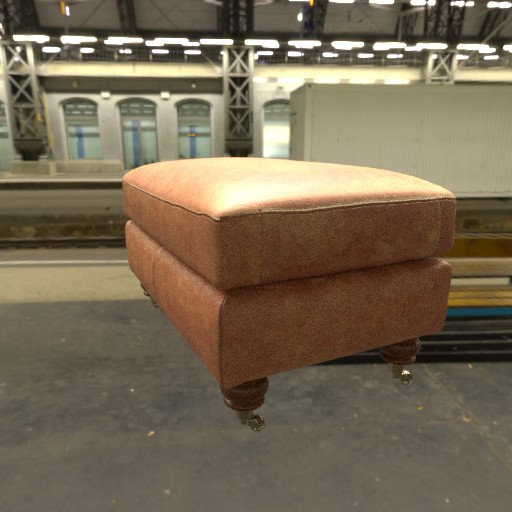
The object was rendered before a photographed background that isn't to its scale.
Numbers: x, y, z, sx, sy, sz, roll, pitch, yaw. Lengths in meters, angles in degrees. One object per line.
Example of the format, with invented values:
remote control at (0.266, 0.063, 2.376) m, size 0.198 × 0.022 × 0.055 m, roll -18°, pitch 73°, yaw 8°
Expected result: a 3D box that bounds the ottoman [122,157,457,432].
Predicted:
ottoman at (0.000, 0.000, 1.189) m, size 0.565 × 0.507 × 0.852 m, roll -7°, pitch 16°, yaw -25°
